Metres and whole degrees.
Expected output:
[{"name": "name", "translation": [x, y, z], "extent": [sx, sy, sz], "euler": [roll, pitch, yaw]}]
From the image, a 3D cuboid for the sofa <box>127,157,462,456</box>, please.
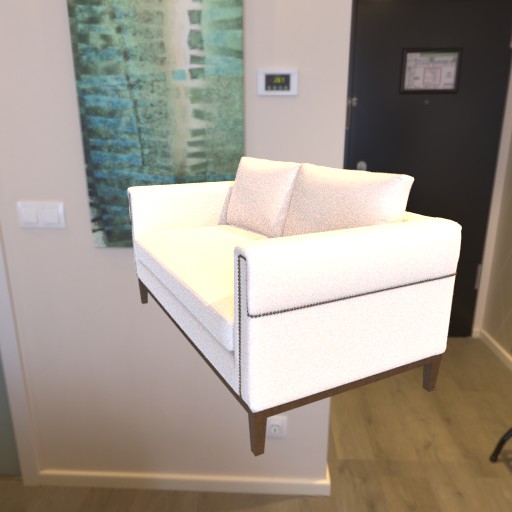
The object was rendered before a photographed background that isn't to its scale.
[{"name": "sofa", "translation": [0.000, 0.000, 2.156], "extent": [0.905, 0.873, 1.598], "euler": [-8, 18, -27]}]
